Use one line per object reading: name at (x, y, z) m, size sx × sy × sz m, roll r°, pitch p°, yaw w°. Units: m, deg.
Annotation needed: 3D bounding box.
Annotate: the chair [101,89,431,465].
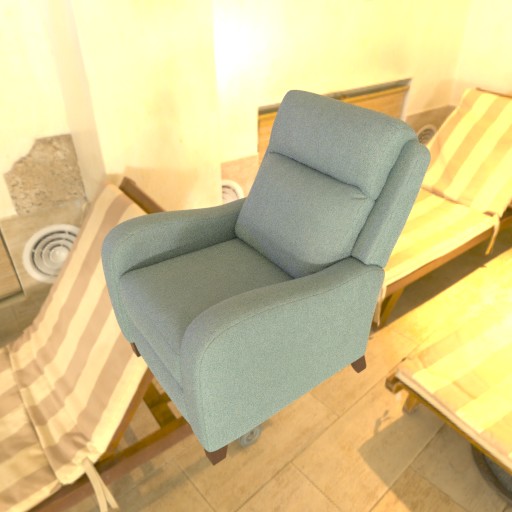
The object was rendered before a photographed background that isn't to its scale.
chair at (0.000, 0.000, 1.732) m, size 0.988 × 1.067 × 0.785 m, roll -22°, pitch 40°, yaw -30°
